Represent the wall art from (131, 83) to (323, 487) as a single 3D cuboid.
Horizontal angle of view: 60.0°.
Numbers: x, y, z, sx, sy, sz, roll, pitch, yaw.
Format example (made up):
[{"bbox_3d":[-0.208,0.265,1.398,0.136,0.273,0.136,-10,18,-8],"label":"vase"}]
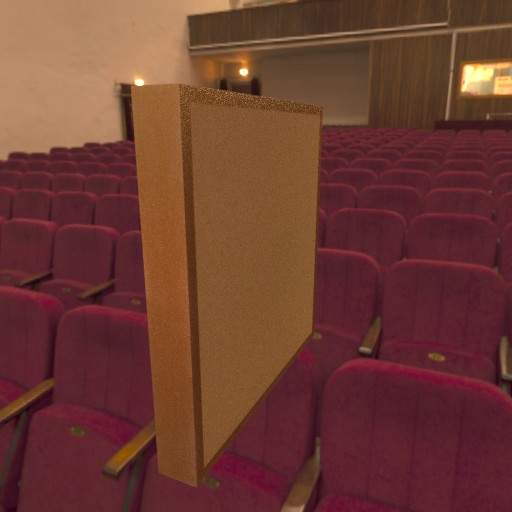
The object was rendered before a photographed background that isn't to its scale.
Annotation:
[{"bbox_3d":[0.000,0.000,0.456,0.038,0.305,0.306,7,17,24],"label":"wall art"}]
